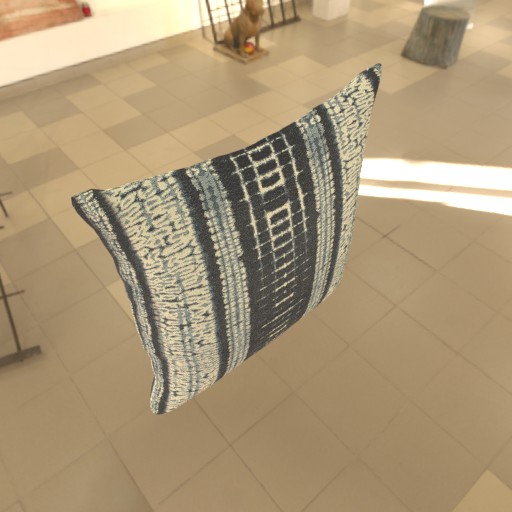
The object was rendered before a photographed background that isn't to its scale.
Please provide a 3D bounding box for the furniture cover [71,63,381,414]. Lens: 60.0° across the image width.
[{"bbox_3d":[0.000,0.000,0.634,0.425,0.435,0.133,-32,54,-27],"label":"furniture cover"}]
